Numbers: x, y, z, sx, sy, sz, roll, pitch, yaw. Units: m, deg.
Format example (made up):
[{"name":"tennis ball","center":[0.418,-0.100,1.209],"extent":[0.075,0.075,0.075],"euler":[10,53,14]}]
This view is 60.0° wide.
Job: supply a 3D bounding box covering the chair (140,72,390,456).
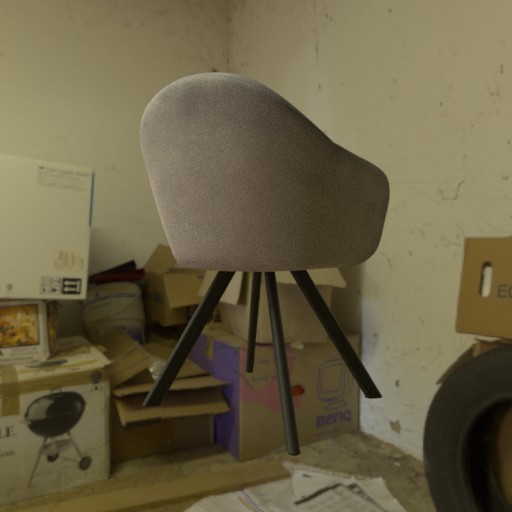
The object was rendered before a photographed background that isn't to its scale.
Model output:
[{"name":"chair","center":[0.000,0.000,1.154],"extent":[0.570,0.780,0.540],"euler":[1,1,37]}]
